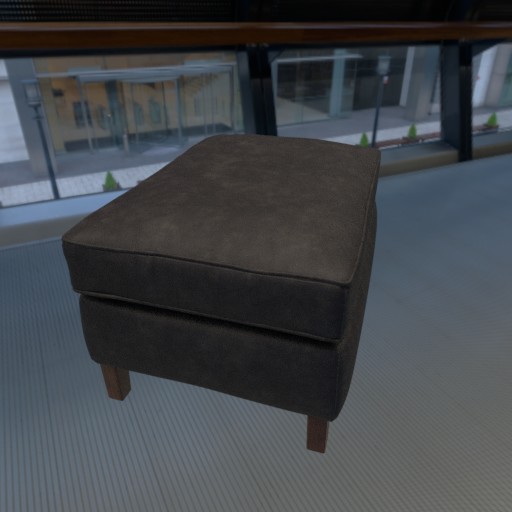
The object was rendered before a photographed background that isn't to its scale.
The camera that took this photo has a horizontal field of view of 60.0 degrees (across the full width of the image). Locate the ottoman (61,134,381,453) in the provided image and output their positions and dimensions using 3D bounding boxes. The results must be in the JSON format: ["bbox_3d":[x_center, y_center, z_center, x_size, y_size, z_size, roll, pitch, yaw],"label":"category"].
[{"bbox_3d":[0.000,0.000,0.987,0.501,0.413,0.665,9,31,15],"label":"ottoman"}]
